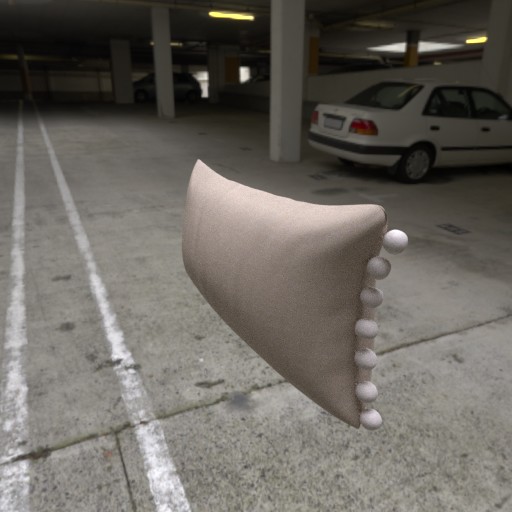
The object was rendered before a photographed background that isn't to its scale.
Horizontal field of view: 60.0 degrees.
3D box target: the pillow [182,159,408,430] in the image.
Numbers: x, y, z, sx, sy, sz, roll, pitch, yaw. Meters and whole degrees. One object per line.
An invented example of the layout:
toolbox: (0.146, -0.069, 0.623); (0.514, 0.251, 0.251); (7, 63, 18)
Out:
pillow: (0.000, 0.000, 0.842); (0.201, 0.322, 0.709); (-9, 21, -25)
